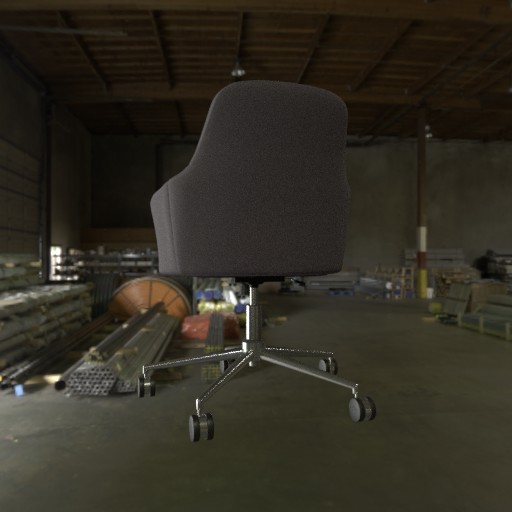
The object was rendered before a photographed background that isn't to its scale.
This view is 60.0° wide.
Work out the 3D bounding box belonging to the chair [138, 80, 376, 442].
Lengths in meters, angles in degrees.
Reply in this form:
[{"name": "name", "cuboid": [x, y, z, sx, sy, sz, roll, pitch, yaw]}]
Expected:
[{"name": "chair", "cuboid": [0.000, 0.000, 1.301, 0.655, 0.820, 0.600, 0, 0, -19]}]
